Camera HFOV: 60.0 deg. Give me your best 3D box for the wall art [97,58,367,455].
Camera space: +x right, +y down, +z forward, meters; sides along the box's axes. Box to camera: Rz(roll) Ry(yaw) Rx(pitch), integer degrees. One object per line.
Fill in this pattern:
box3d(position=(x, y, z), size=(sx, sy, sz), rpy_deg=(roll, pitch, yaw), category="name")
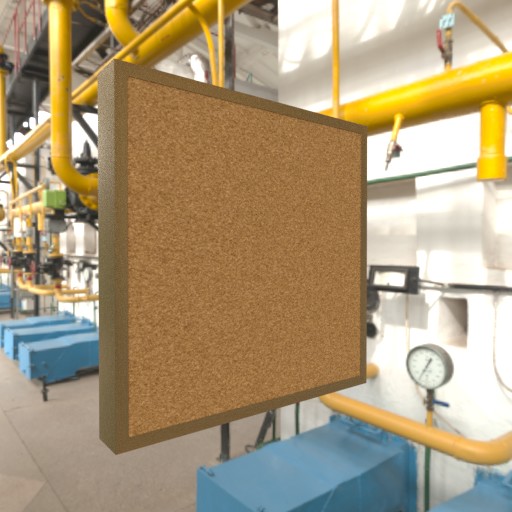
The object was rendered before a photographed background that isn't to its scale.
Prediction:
box3d(position=(0.000, 0.000, 0.448), size=(0.304, 0.305, 0.038), rpy_deg=(-1, 1, -38), category="wall art")
